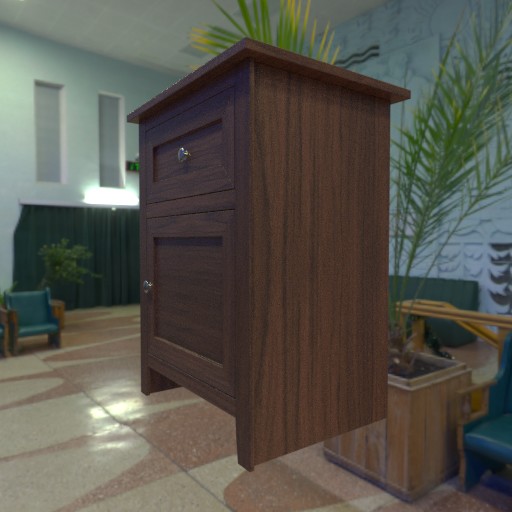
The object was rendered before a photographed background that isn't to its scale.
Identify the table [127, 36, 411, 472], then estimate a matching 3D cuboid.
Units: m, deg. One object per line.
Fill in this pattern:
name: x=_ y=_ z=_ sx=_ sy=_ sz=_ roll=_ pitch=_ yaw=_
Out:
table: x=0.000 y=0.000 z=0.936 sx=0.381 sy=0.636 sz=0.480 roll=-1 pitch=2 yaw=-36
